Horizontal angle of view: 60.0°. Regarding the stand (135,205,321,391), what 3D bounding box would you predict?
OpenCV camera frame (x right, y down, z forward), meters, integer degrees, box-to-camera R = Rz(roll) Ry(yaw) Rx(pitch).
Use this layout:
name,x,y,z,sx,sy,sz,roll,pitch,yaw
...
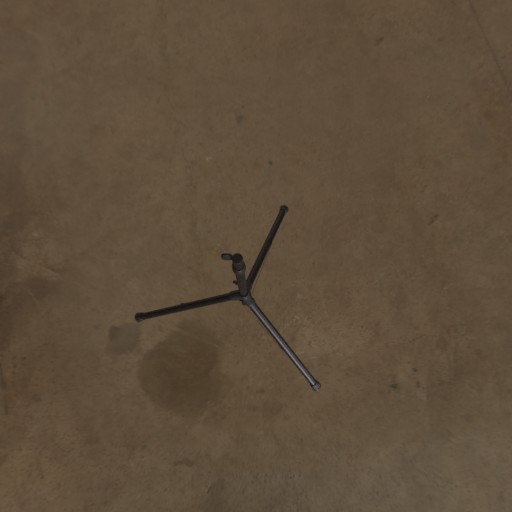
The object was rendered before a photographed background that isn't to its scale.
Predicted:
name,x,y,z,sx,sy,sz,roll,pitch,yaw
stand,0.000,0.000,1.889,1.045,1.136,0.907,22,77,5
